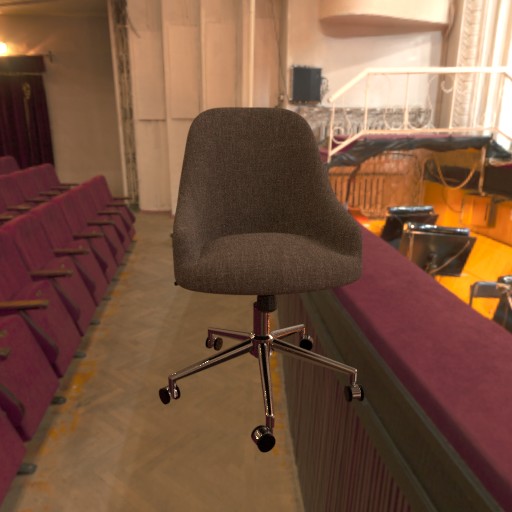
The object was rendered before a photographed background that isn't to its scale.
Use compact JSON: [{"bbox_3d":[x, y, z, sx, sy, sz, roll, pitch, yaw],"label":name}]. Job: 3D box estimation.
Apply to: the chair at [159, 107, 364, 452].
[{"bbox_3d":[0.000,0.000,1.450,0.671,0.950,0.712,-2,16,-8],"label":"chair"}]
